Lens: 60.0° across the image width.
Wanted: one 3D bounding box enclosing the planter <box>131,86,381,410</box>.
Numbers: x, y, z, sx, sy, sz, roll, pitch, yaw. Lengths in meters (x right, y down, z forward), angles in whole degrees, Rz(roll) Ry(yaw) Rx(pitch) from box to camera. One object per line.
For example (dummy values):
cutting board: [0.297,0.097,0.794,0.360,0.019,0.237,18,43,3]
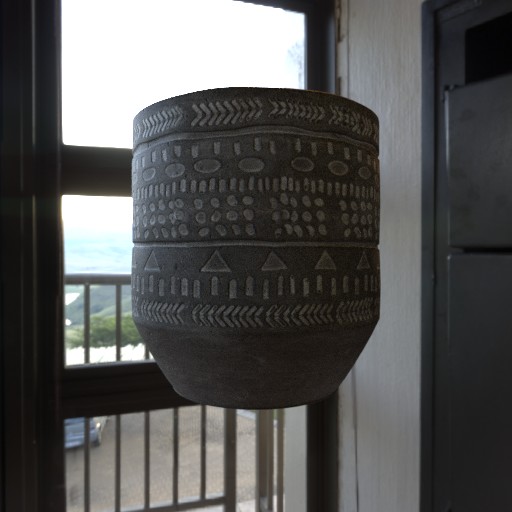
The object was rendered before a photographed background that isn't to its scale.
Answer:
planter: [0.000,0.000,0.262,0.142,0.149,0.142,0,0,0]
